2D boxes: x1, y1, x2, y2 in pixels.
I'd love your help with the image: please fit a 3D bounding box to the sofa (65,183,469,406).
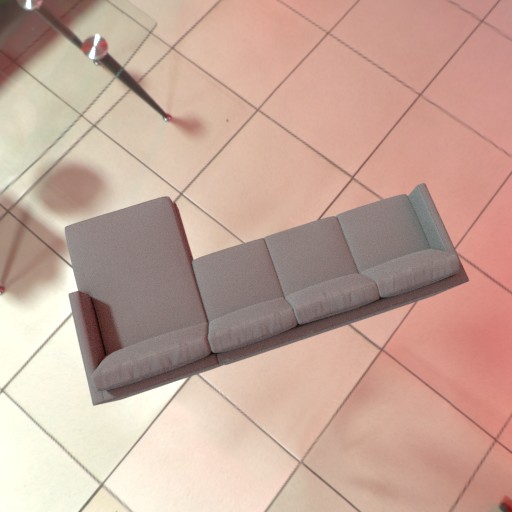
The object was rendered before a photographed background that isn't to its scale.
[{"bbox_3d":[0.000,0.000,3.944,3.177,0.867,1.622,-18,76,-4],"label":"sofa"}]
